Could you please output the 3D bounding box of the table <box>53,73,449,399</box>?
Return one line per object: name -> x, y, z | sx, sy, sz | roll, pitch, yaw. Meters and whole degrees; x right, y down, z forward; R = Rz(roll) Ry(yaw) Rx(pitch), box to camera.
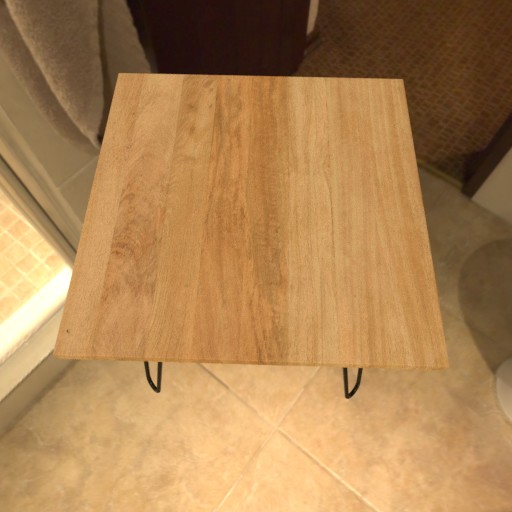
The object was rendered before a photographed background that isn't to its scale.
table -> 0.000, 0.000, 1.023 | 0.599, 0.500, 0.599 | 2, 64, 1
